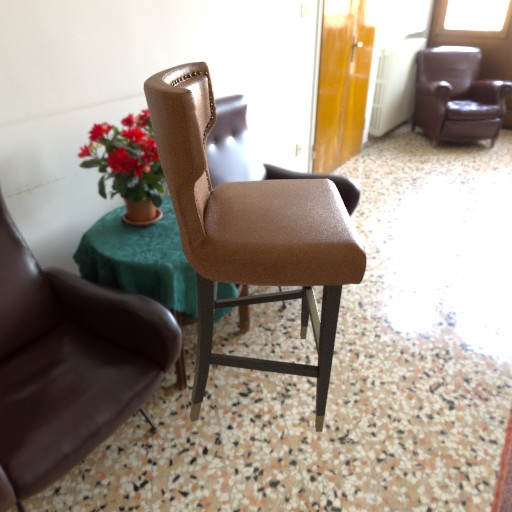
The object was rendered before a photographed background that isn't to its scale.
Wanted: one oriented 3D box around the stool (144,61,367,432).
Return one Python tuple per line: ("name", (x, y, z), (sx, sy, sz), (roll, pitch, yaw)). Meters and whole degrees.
("stool", (0.000, 0.000, 1.412), (0.563, 1.092, 0.526), (-1, 31, -1))
